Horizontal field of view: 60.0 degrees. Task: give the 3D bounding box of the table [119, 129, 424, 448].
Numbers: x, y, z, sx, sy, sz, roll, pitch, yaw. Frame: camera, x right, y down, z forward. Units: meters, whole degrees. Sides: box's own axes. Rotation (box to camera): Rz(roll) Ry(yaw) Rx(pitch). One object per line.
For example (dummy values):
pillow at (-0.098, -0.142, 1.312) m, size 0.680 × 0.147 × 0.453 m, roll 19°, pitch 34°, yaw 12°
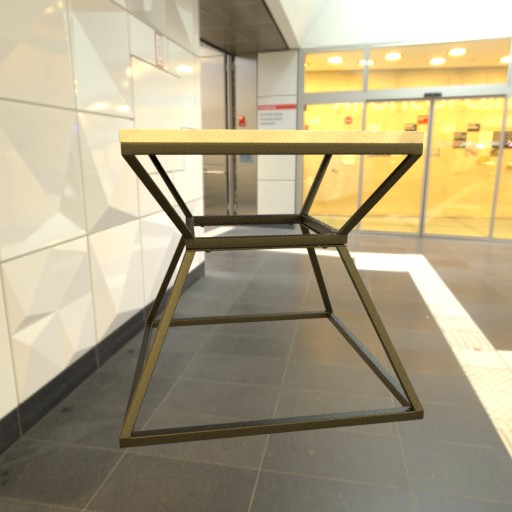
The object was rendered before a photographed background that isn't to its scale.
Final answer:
table at (0.000, 0.000, 0.821) m, size 0.455 × 0.431 × 0.455 m, roll -2°, pitch 13°, yaw -9°
